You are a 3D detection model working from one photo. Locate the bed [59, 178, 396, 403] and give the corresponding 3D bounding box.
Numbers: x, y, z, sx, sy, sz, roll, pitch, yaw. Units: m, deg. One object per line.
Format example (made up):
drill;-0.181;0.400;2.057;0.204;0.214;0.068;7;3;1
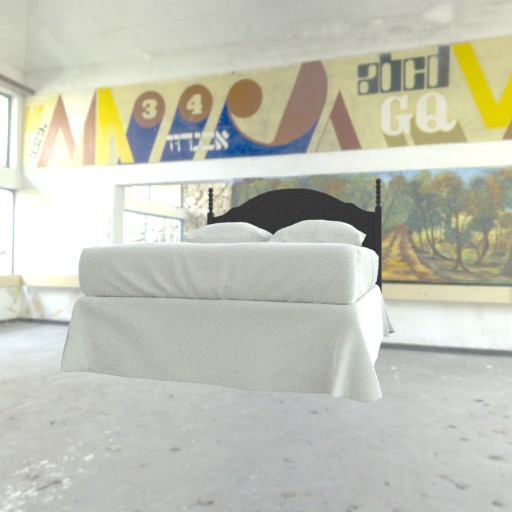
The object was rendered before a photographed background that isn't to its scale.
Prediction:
bed;0.000;0.000;3.182;1.873;1.356;2.040;0;0;19
